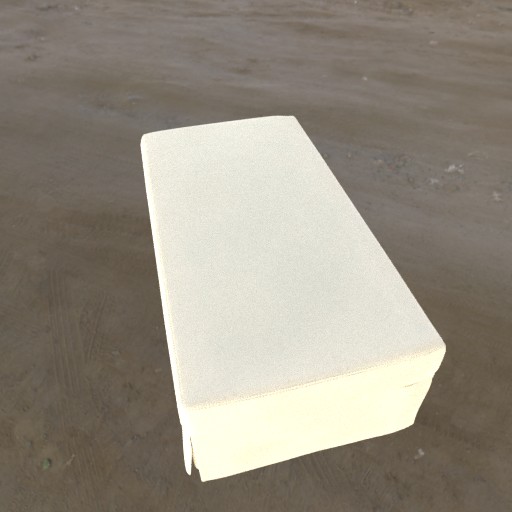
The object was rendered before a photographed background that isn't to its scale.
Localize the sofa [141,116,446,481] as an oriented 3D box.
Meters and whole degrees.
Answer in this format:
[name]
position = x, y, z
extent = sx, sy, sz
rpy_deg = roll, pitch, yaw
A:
[sofa]
position = 0.000, 0.000, 2.076
extent = 0.939, 0.552, 1.677
rpy_deg = -10, 46, -10
